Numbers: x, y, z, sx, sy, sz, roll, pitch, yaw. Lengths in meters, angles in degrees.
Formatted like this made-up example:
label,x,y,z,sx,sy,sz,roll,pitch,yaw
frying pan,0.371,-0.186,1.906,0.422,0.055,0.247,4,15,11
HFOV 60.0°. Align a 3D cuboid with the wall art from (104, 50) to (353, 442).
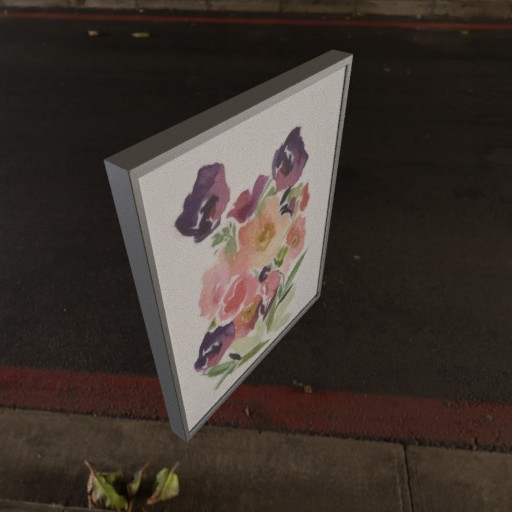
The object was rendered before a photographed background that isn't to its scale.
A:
label,x,y,z,sx,sy,sz,roll,pitch,yaw
wall art,0.000,0.000,0.751,0.038,0.549,0.452,27,48,27
